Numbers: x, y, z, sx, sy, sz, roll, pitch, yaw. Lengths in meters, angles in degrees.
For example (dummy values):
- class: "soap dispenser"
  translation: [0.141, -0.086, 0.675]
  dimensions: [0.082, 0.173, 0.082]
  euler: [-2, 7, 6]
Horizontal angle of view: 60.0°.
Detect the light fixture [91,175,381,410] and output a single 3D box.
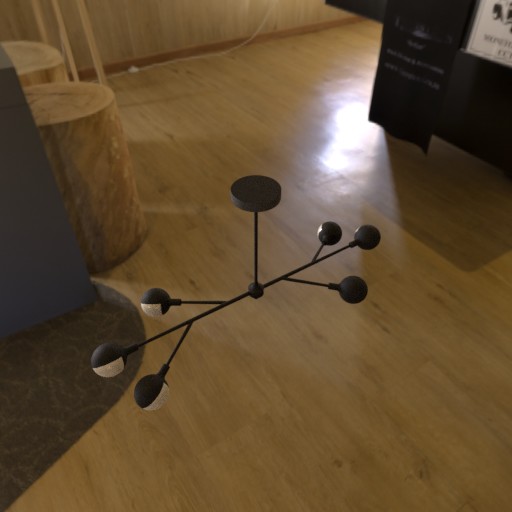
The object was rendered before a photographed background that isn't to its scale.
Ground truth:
- class: "light fixture"
  translation: [0.000, 0.000, 1.003]
  dimensions: [0.778, 0.362, 0.434]
  euler: [-12, 44, -13]
